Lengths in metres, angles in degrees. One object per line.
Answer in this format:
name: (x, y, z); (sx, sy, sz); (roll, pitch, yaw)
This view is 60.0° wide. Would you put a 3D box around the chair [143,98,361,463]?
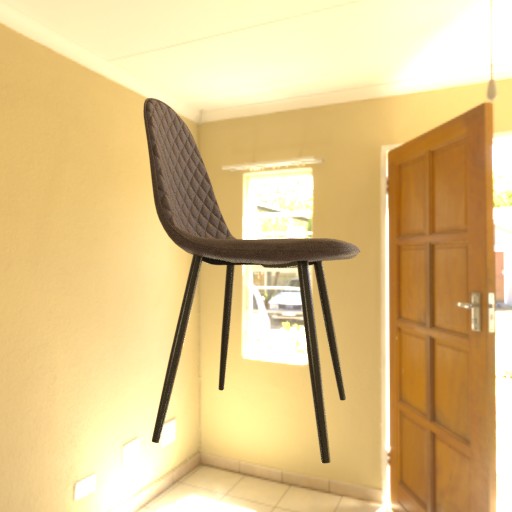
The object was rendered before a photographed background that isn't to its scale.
chair: (0.000, 0.000, 1.225); (0.561, 0.889, 0.472); (0, -1, 16)
